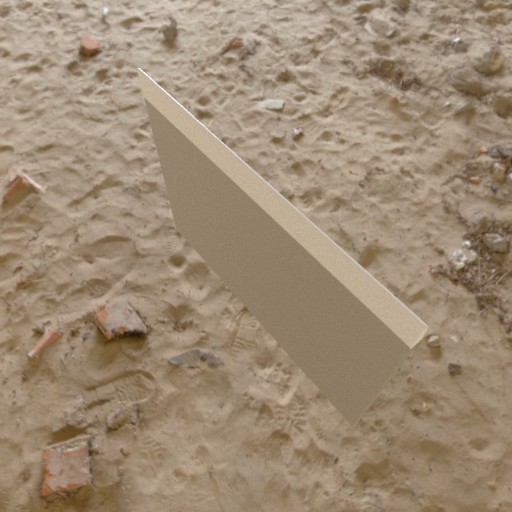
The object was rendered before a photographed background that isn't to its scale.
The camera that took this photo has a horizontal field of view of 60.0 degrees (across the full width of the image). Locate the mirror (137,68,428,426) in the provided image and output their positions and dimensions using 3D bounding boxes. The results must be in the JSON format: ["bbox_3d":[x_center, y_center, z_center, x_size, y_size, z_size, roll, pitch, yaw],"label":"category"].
[{"bbox_3d":[0.000,0.000,1.138,0.030,0.630,0.870,-34,62,-21],"label":"mirror"}]
